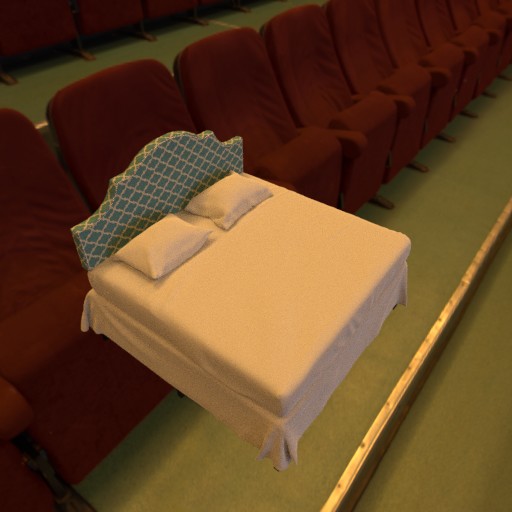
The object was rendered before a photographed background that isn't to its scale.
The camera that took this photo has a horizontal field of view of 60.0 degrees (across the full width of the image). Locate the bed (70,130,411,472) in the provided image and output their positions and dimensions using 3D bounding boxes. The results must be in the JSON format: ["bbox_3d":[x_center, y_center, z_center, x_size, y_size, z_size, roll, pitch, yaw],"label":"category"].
[{"bbox_3d":[0.000,0.000,3.720,2.222,1.601,2.314,26,47,27],"label":"bed"}]
